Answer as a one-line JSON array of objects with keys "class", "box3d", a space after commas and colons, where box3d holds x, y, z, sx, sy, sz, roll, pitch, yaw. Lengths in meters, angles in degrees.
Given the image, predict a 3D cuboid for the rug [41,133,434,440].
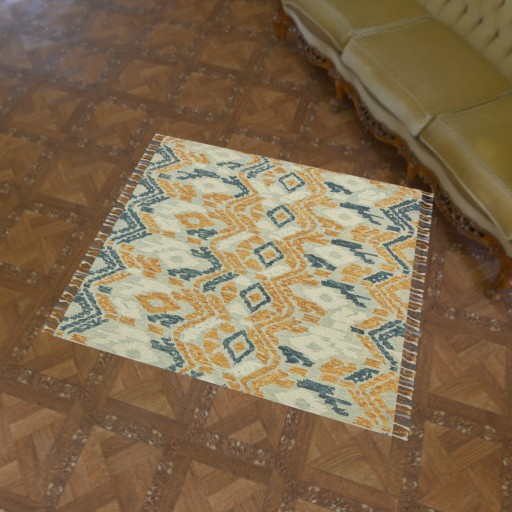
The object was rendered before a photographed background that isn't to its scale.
[{"class": "rug", "box3d": [0.000, 0.000, 4.095, 3.048, 0.010, 2.439, 14, 60, 8]}]
